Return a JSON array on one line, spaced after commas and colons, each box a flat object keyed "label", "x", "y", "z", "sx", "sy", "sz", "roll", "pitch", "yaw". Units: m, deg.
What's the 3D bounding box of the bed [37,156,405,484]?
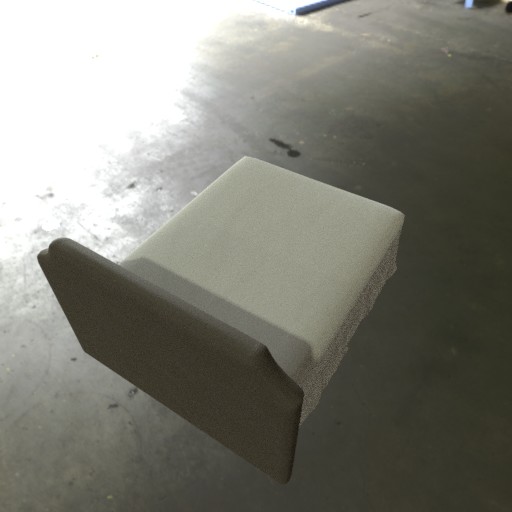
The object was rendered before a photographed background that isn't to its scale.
[{"label": "bed", "x": 0.000, "y": 0.000, "z": 3.293, "sx": 1.831, "sy": 1.297, "sz": 2.181, "roll": 25, "pitch": 51, "yaw": 22}]
